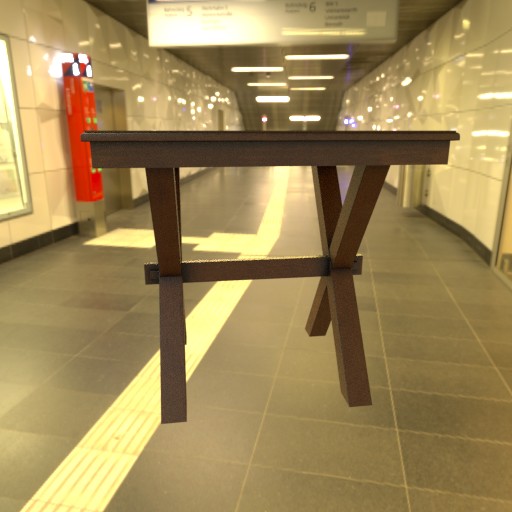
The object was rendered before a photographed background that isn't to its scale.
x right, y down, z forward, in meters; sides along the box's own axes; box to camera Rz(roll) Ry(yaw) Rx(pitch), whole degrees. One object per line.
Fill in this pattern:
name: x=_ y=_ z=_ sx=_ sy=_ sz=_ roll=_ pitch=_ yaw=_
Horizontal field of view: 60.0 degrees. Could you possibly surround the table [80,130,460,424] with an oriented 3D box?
table: x=0.000 y=0.000 z=1.033 sx=0.602 sy=0.562 sz=0.560 roll=-2 pitch=16 yaw=-8
